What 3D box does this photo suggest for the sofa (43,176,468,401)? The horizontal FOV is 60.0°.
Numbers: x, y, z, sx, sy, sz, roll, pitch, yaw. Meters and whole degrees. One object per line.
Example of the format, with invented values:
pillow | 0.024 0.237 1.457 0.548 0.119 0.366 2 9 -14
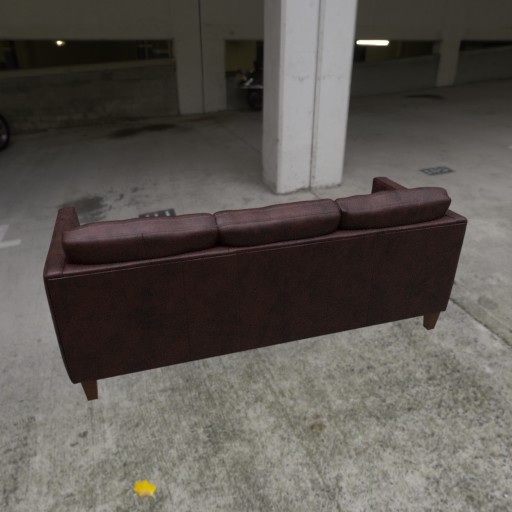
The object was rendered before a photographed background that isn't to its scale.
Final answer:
sofa | 0.000 0.000 2.991 2.464 1.006 1.045 -8 27 -16
